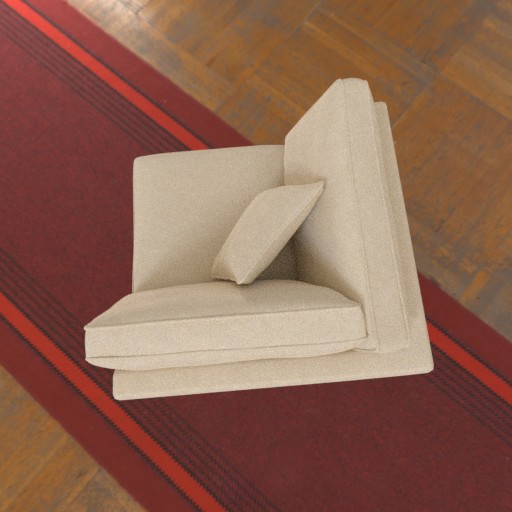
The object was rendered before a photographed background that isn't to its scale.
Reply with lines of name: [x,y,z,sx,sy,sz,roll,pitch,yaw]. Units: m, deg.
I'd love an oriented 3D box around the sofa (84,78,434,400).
sofa: [0.000,0.000,1.939,1.146,1.002,1.084,-5,76,-1]
